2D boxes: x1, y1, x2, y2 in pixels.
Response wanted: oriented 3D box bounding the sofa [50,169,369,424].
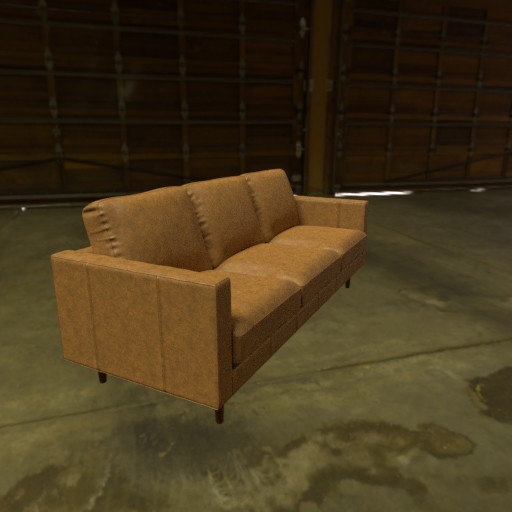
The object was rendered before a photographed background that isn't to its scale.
[{"bbox_3d":[0.000,0.000,2.772,0.903,0.930,2.231,8,18,26],"label":"sofa"}]
